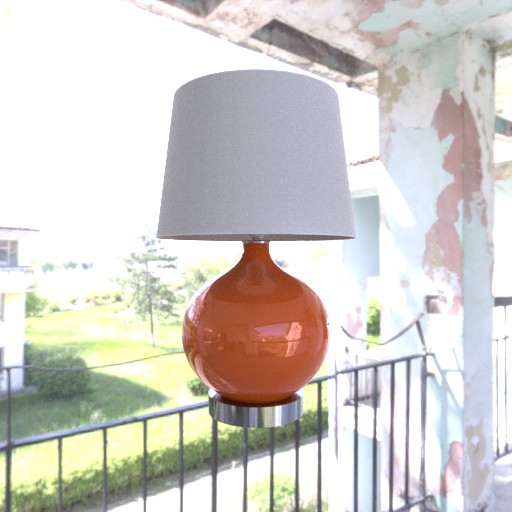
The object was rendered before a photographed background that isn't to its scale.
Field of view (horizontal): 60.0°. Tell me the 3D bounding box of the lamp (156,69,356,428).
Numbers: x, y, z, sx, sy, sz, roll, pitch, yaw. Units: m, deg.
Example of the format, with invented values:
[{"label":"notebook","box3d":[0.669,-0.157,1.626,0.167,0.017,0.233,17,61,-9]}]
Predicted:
[{"label":"lamp","box3d":[0.000,0.000,0.559,0.247,0.387,0.247,0,0,0]}]
